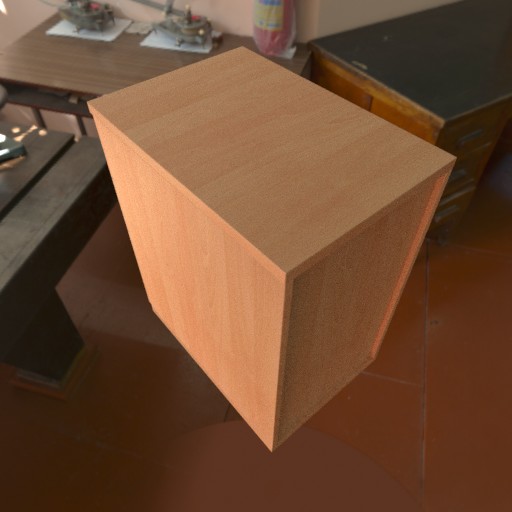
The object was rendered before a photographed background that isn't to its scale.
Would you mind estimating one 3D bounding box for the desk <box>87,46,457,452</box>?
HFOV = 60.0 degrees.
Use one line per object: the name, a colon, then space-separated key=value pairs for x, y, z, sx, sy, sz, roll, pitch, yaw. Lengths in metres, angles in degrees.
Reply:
desk: x=0.000 y=0.000 z=1.103 sx=0.404 sy=0.730 sz=0.600 roll=-32 pitch=56 yaw=-26
